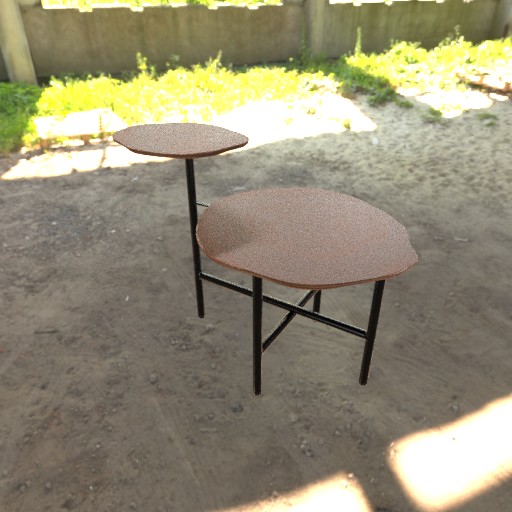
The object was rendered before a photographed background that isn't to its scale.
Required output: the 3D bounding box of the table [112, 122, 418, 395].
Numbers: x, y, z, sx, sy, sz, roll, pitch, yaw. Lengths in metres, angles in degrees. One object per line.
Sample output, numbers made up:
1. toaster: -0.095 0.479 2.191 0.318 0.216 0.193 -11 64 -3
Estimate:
1. table: 0.000 0.000 1.105 0.759 0.538 0.442 18 35 27
